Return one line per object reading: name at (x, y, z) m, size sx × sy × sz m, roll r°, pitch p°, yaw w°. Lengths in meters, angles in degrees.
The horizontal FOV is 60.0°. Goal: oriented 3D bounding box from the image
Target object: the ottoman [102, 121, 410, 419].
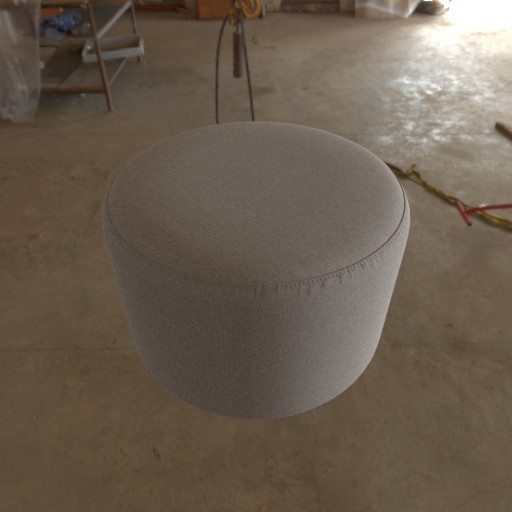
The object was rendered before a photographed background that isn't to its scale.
ottoman at (0.000, 0.000, 1.000) m, size 0.608 × 0.433 × 0.608 m, roll 0°, pitch 40°, yaw 0°
